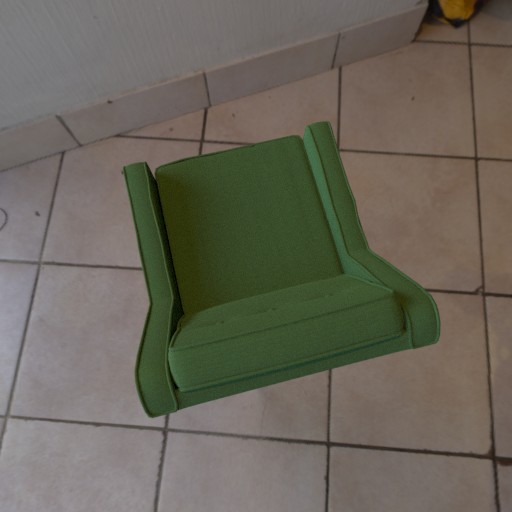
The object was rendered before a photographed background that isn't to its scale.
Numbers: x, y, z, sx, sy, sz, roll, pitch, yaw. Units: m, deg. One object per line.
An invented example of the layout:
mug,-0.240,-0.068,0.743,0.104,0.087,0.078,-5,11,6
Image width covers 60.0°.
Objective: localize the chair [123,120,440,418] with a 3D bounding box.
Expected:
chair,0.000,0.000,1.338,0.663,0.792,0.743,-14,75,-4
